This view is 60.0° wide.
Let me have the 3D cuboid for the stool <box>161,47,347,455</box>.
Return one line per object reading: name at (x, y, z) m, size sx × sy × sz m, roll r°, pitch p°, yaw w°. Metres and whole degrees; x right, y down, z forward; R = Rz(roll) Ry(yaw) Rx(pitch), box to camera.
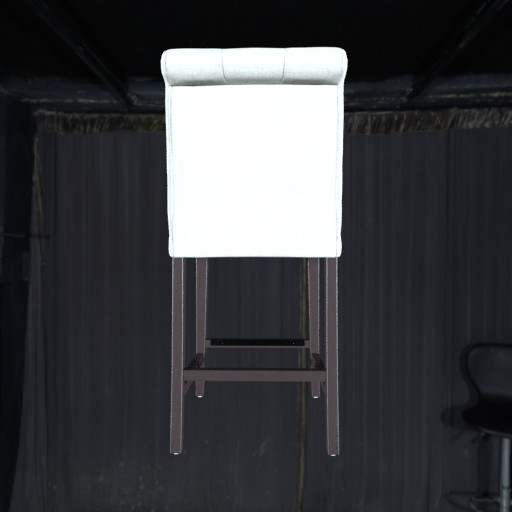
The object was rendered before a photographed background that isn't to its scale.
stool at (0.000, 0.000, 1.366) m, size 0.493 × 1.040 × 0.601 m, roll 0°, pitch 0°, yaw 1°
